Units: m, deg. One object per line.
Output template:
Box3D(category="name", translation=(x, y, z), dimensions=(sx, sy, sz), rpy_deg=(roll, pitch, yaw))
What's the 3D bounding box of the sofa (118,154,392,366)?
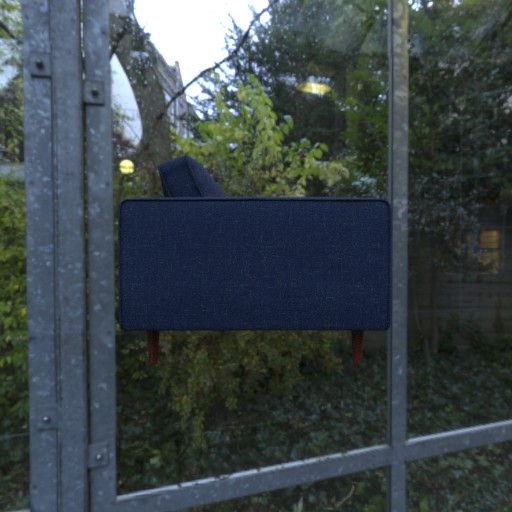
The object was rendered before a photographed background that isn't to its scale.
Box3D(category="sofa", translation=(0.000, 0.000, 2.363), dimensions=(0.914, 0.762, 1.880), rpy_deg=(0, 1, 0))
